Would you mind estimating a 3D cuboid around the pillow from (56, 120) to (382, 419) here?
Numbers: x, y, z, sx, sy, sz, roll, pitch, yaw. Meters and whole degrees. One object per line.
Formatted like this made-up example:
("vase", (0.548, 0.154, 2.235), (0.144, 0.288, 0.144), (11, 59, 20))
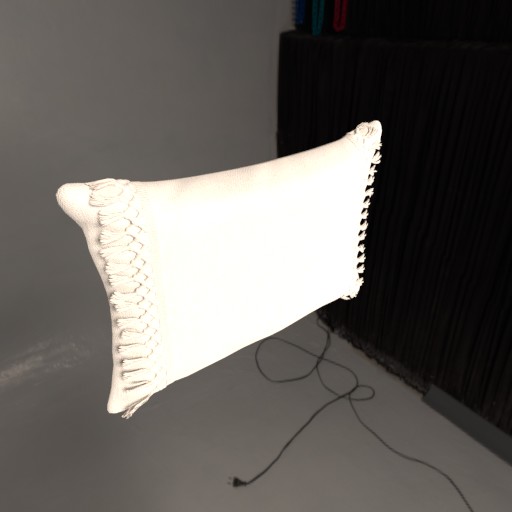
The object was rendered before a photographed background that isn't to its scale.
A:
("pillow", (0.000, 0.000, 0.603), (0.466, 0.305, 0.084), (-20, 35, -32))
